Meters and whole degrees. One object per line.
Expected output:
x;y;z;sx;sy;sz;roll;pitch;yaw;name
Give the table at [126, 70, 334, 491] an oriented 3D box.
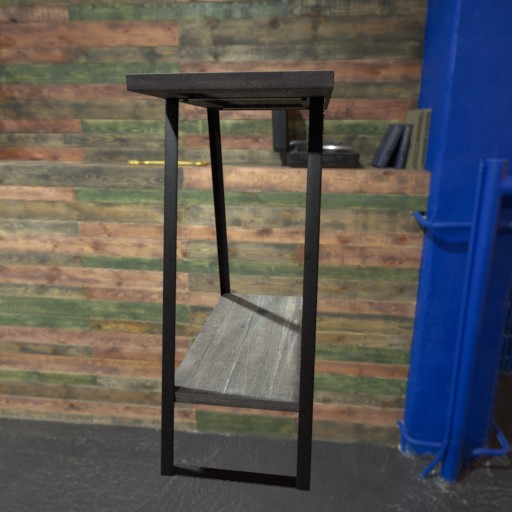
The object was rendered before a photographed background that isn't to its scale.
0.000;0.000;1.002;0.300;0.701;0.599;2;16;8;table
